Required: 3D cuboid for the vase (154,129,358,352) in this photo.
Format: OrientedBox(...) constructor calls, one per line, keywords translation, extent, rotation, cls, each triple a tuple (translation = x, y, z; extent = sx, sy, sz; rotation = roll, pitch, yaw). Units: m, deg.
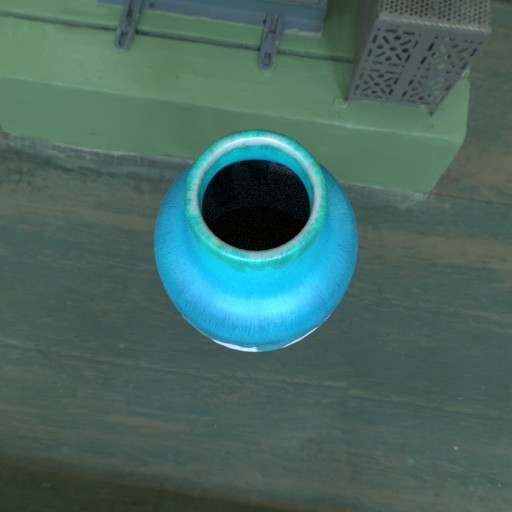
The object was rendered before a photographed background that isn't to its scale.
OrientedBox(translation=(0.000, 0.000, 0.254), extent=(0.106, 0.192, 0.106), rotation=(0, 76, 0), cls="vase")
